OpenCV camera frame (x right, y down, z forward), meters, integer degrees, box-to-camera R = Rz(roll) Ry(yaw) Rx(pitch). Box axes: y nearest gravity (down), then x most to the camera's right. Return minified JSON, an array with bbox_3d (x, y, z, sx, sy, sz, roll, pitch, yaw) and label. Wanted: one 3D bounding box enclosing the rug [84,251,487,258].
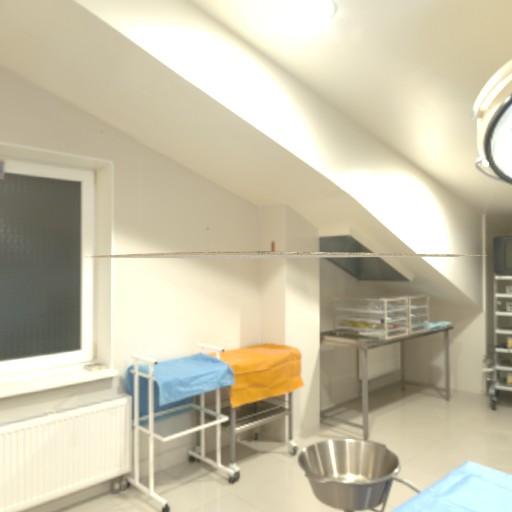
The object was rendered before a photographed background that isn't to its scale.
[{"bbox_3d":[0.000,0.000,3.095,1.619,0.023,2.465,0,-1,-38],"label":"rug"}]
